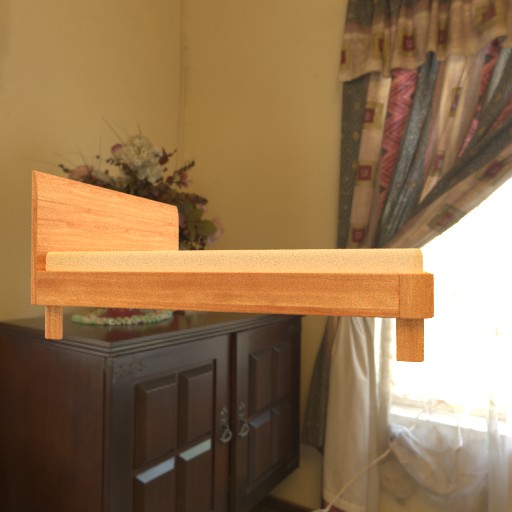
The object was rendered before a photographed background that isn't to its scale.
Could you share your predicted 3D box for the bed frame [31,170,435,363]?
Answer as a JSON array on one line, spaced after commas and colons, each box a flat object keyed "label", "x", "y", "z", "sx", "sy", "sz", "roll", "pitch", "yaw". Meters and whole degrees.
[{"label": "bed frame", "x": 0.000, "y": 0.000, "z": 2.934, "sx": 2.092, "sy": 0.940, "sz": 1.660, "roll": 0, "pitch": -1, "yaw": 18}]
